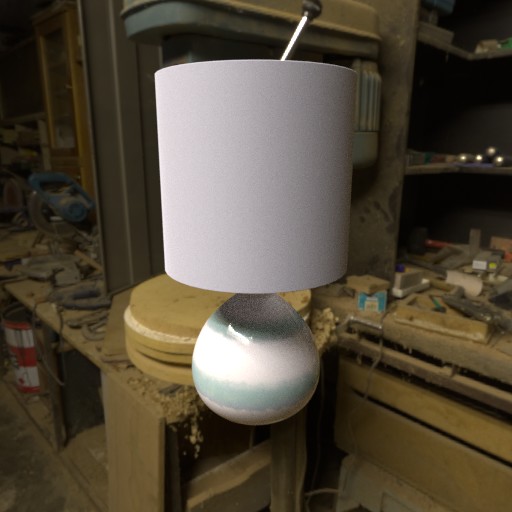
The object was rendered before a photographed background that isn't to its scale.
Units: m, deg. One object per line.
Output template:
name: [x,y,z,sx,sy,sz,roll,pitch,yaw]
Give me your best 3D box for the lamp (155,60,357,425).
lamp: [0.000,0.000,0.535,0.217,0.404,0.217,-13,19,-41]
